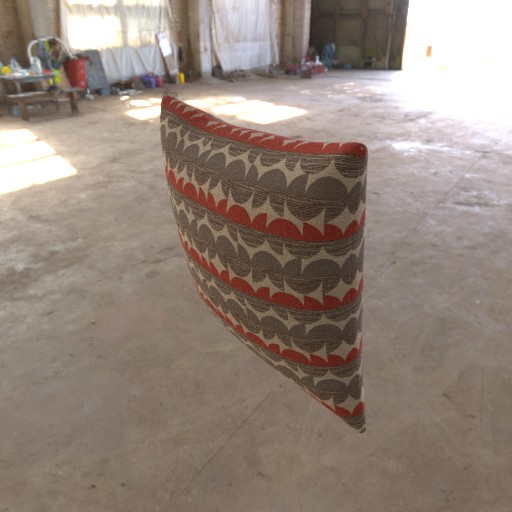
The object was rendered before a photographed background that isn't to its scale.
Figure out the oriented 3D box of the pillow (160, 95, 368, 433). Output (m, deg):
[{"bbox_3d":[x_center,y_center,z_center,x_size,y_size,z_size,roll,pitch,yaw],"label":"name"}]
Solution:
[{"bbox_3d":[0.000,0.000,0.652,0.180,0.410,0.420,-18,32,-31],"label":"pillow"}]
